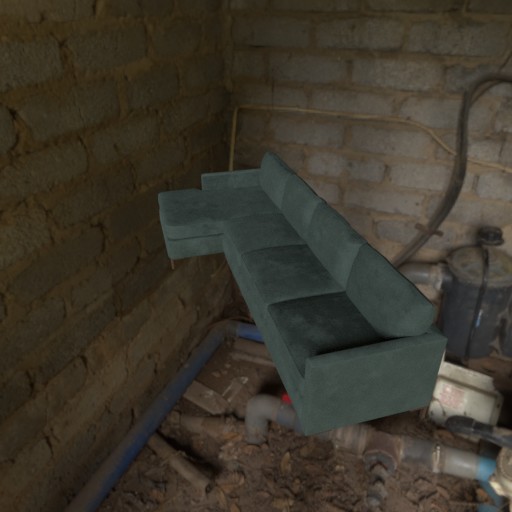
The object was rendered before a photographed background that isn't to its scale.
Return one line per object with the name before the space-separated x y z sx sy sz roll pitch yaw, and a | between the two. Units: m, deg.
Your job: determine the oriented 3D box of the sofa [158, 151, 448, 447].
sofa | 0.000 0.000 4.069 1.500 0.967 3.400 -8 31 -14
